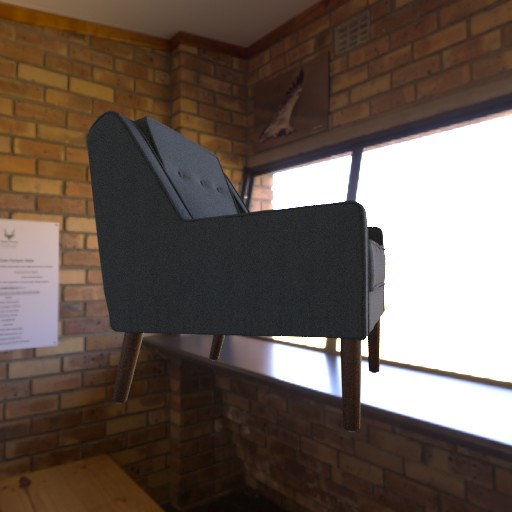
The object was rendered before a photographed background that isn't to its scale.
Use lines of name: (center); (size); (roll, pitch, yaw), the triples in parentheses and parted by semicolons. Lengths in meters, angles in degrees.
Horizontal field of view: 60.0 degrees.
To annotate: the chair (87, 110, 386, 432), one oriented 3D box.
chair: (0.000, 0.000, 1.343); (0.733, 0.780, 0.663); (-1, -2, 20)
